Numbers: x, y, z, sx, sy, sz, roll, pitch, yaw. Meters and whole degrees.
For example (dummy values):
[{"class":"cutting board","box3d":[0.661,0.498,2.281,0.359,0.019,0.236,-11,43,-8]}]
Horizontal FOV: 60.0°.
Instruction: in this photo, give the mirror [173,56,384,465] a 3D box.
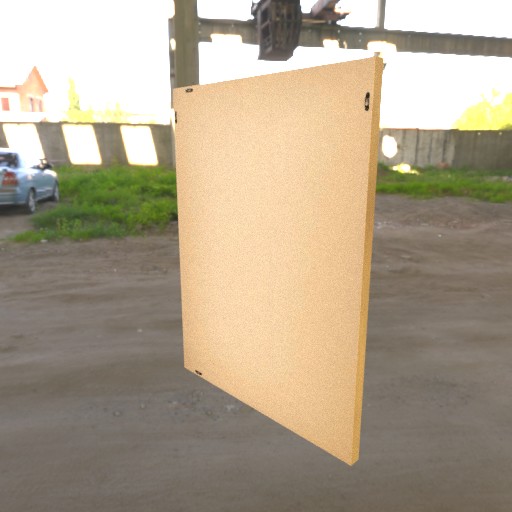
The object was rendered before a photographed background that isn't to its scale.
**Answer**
[{"class":"mirror","box3d":[0.000,0.000,1.340,0.041,1.016,0.762,-13,19,-43]}]
